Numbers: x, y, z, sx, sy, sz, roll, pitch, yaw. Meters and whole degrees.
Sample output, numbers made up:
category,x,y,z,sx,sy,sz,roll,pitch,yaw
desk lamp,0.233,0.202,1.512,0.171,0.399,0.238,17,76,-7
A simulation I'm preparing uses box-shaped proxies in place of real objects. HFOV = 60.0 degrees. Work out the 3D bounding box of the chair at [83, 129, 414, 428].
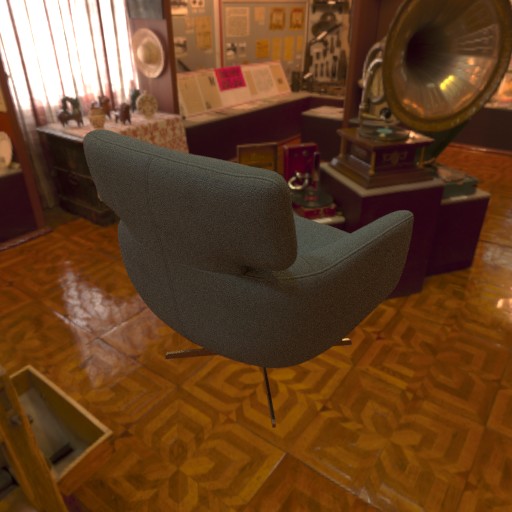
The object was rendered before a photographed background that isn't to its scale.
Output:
category,x,y,z,sx,sy,sz,roll,pitch,yaw
chair,0.000,0.000,1.380,0.738,0.813,0.761,21,35,33
